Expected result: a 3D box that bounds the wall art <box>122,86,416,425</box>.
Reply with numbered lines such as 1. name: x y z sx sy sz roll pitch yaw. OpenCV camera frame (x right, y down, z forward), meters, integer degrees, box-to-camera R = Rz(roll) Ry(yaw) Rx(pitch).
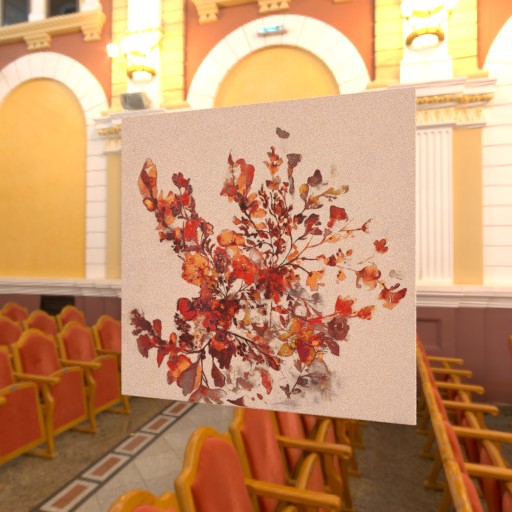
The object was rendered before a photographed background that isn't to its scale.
1. wall art: 0.000 0.000 1.115 0.757 0.757 0.037 0 0 17
